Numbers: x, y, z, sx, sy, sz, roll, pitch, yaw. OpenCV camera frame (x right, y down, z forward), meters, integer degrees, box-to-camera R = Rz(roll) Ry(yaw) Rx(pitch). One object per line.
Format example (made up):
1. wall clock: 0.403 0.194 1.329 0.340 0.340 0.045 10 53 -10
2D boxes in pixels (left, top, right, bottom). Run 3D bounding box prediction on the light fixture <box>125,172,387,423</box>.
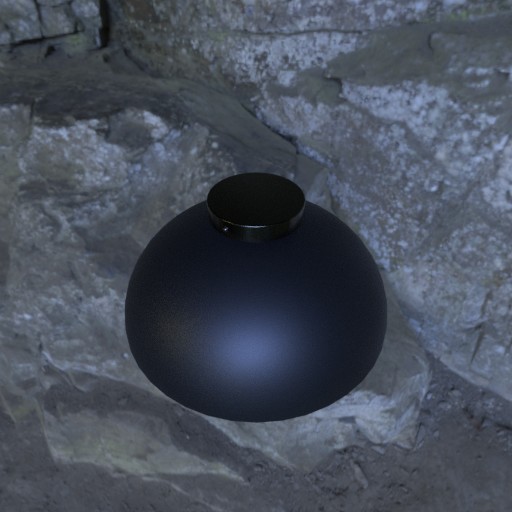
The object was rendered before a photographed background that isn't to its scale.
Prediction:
1. light fixture: 0.000 0.000 0.562 0.355 0.177 0.355 0 41 0
